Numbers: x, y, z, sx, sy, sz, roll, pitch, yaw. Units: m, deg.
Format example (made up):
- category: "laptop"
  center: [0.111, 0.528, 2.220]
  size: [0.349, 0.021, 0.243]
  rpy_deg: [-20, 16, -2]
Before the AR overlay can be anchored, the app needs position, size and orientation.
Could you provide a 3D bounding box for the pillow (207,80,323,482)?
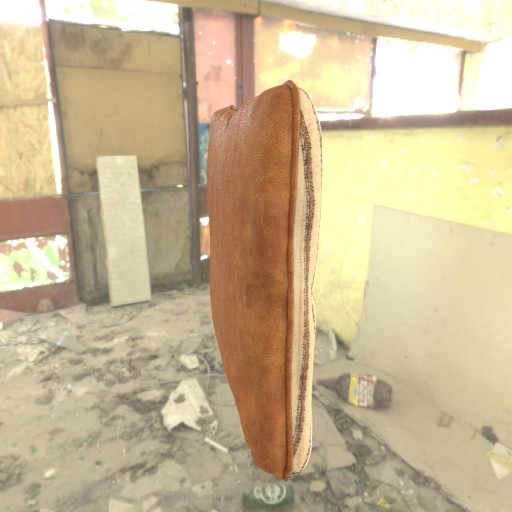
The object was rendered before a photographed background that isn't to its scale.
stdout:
- category: "pillow"
  center: [0.000, 0.000, 0.719]
  size: [0.130, 0.490, 0.489]
  rpy_deg: [-3, 15, -11]
